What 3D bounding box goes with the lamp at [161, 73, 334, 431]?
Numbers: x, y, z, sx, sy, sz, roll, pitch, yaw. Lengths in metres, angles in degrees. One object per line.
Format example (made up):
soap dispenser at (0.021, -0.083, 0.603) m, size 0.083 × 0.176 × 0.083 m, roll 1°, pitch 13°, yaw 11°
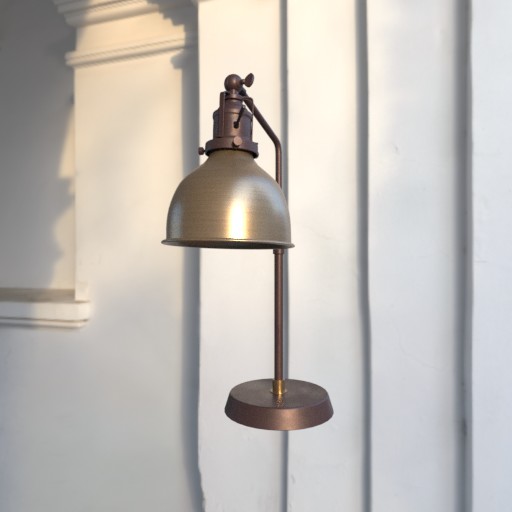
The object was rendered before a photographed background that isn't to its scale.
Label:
lamp at (0.000, 0.000, 0.620) m, size 0.175 × 0.469 × 0.298 m, roll 0°, pitch 0°, yaw 35°
